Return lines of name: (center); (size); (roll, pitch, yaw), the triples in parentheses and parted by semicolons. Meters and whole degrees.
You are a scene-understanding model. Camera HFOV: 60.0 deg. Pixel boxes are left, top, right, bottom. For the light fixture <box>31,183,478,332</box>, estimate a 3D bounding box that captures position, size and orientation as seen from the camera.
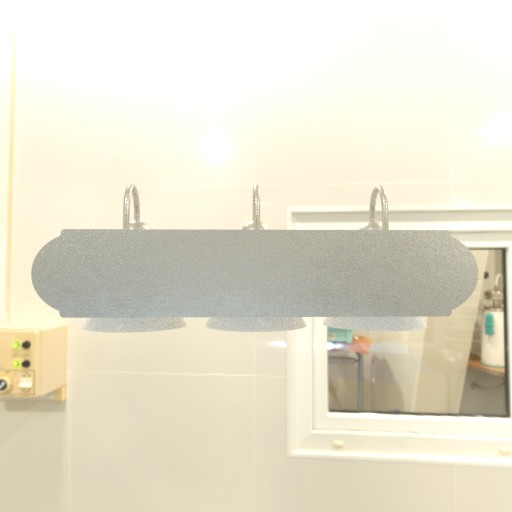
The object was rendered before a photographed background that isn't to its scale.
light fixture: (0.000, 0.000, 0.704); (0.610, 0.222, 0.199); (0, -2, -2)
